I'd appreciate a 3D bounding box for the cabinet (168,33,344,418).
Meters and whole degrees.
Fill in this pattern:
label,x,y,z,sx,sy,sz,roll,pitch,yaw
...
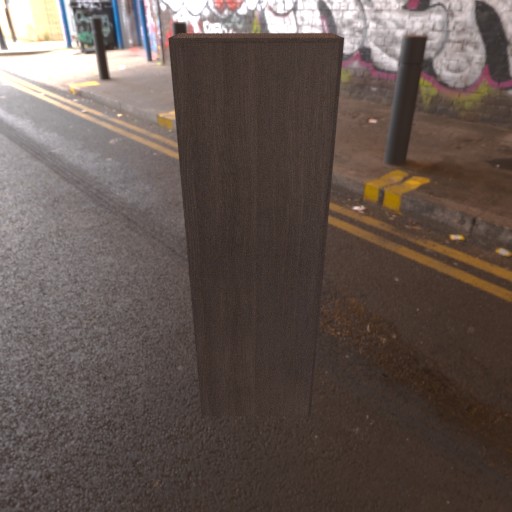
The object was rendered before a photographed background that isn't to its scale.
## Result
label,x,y,z,sx,sy,sz,roll,pitch,yaw
cabinet,0.000,0.000,1.824,0.520,1.630,0.255,0,30,-1
